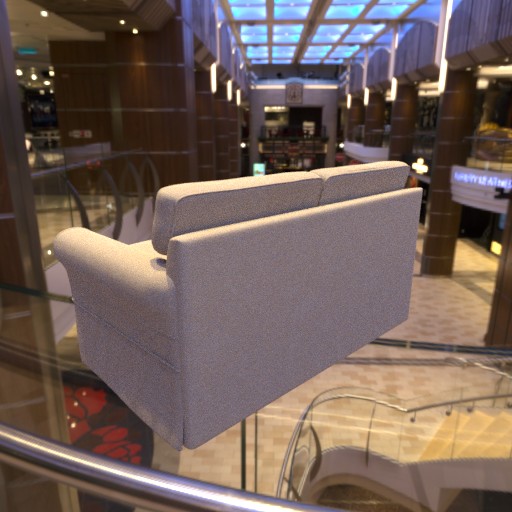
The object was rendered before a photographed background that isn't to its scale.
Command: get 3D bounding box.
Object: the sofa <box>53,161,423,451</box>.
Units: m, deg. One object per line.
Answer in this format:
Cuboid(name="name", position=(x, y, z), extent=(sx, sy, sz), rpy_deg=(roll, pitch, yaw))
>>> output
Cuboid(name="sofa", position=(0.000, 0.000, 2.337), extent=(1.727, 0.940, 0.991), rpy_deg=(-16, 23, -42))
